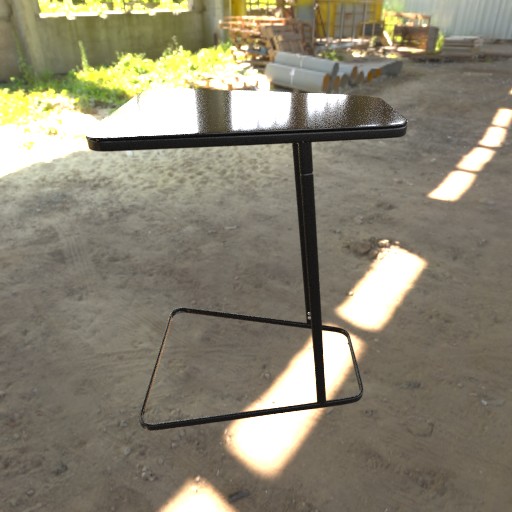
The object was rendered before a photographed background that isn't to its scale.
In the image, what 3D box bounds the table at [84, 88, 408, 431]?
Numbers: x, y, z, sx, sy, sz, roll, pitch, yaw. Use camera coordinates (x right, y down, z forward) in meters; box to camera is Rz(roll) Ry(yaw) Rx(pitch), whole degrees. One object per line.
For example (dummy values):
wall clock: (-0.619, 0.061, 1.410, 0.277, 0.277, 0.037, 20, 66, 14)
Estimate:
table: (0.000, 0.000, 0.963, 0.500, 0.624, 0.427, 1, 30, 1)
